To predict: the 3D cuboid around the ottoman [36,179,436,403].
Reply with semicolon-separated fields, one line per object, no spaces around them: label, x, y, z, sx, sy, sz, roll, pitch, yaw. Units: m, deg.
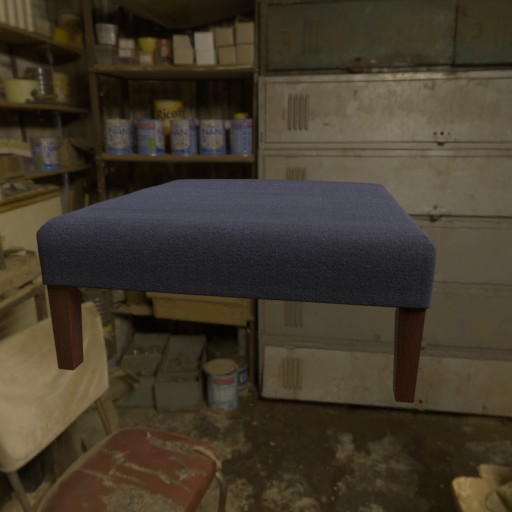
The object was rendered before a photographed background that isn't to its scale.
ottoman;0.000;0.000;1.410;0.890;0.411;0.889;3;16;9
